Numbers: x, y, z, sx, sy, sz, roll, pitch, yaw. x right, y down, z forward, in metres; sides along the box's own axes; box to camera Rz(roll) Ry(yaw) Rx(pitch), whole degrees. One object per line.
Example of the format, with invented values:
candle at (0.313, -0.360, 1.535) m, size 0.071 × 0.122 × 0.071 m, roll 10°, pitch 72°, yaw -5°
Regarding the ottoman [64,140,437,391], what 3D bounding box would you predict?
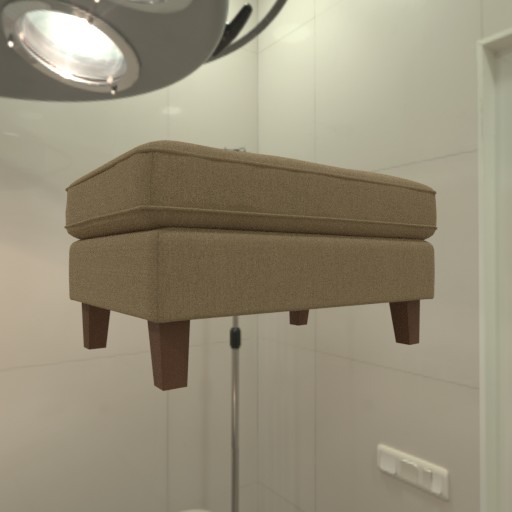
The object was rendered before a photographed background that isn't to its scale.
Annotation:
ottoman at (0.000, 0.000, 1.301) m, size 0.945 × 0.521 × 0.636 m, roll 1°, pitch -1°, yaw -36°
